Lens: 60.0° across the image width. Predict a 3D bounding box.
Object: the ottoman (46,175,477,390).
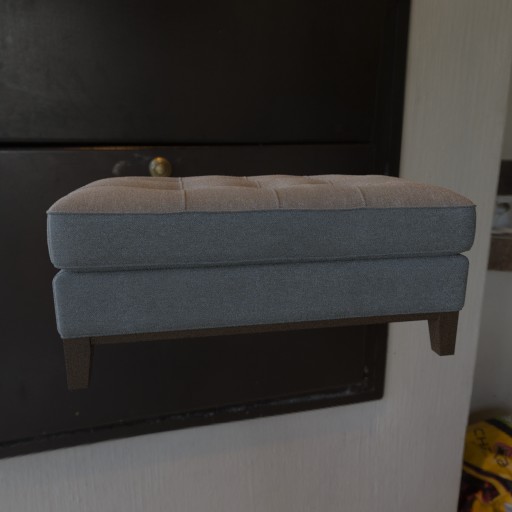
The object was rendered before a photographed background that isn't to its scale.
[{"bbox_3d":[0.000,0.000,1.451,1.143,0.514,0.648,-2,14,-10],"label":"ottoman"}]
